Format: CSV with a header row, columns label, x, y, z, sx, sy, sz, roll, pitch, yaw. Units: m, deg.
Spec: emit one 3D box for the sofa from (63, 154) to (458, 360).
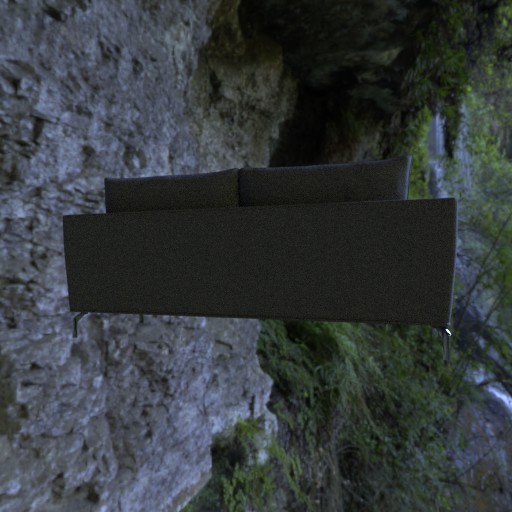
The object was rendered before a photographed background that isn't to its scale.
label,x,y,z,sx,sy,sz,roll,pitch,yaw
sofa,0.000,0.000,2.747,2.212,1.002,0.869,0,-1,18
